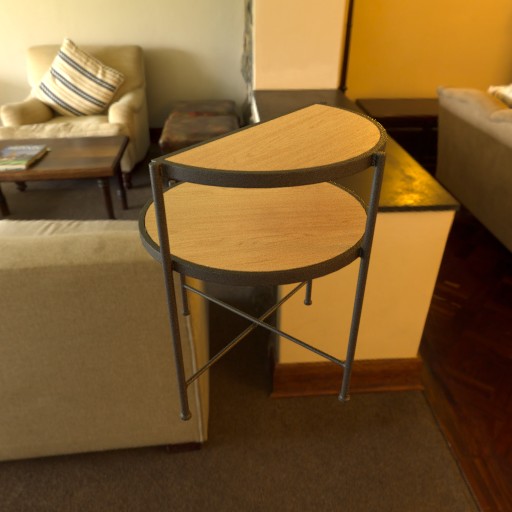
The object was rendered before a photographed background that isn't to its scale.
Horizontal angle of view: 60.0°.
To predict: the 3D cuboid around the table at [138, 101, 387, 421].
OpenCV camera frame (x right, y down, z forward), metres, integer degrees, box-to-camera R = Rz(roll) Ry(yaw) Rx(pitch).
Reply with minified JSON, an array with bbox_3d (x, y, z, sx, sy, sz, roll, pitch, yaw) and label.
[{"bbox_3d":[0.000,0.000,1.175,0.628,0.684,0.629,22,38,31],"label":"table"}]
